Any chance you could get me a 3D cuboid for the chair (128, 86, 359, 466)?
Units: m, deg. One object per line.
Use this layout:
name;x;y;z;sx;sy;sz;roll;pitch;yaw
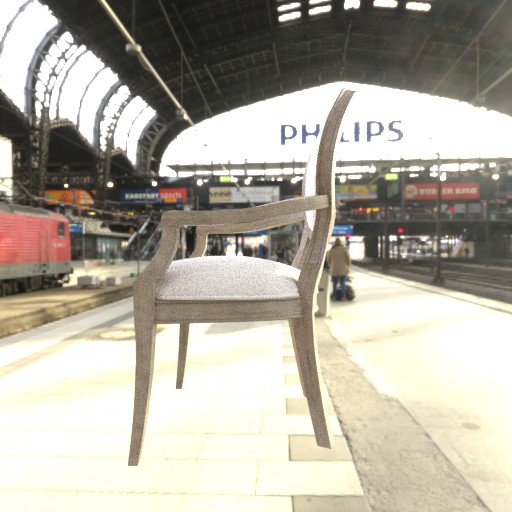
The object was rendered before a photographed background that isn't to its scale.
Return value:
chair;0.000;0.000;1.346;0.602;0.991;0.611;0;1;1
